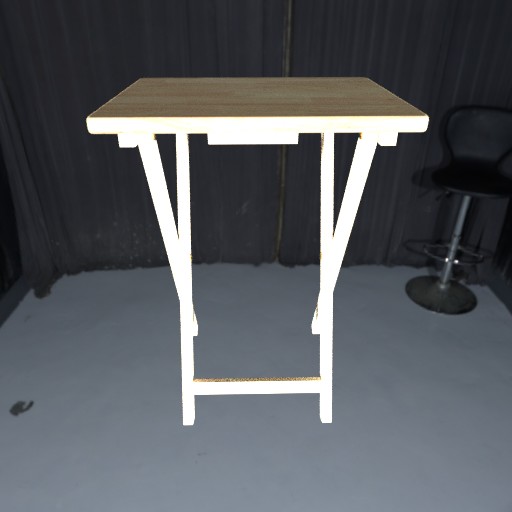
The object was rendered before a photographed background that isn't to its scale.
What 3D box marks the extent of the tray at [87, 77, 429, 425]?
[{"bbox_3d":[0.000,0.000,0.944,0.483,0.660,0.381,-1,30,-1],"label":"tray"}]
